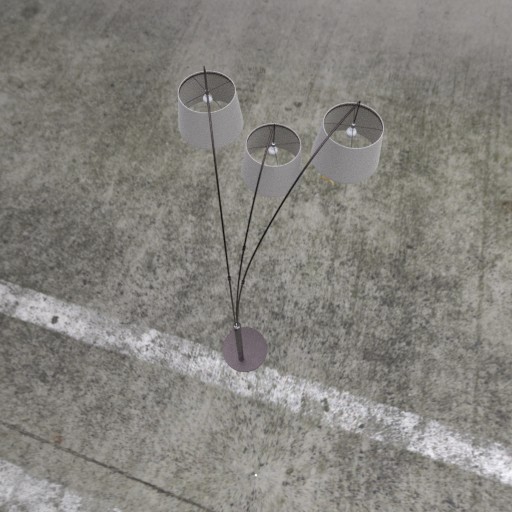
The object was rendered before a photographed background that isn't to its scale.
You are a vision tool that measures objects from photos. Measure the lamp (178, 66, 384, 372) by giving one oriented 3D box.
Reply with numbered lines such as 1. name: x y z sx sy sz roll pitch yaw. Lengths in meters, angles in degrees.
1. lamp: 0.000 0.000 2.501 0.951 1.950 0.924 17 65 8
